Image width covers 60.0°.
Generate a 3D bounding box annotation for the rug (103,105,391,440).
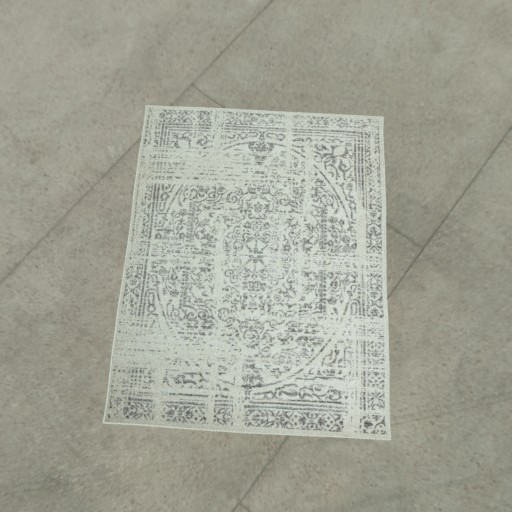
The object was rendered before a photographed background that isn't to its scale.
[{"bbox_3d":[0.000,0.000,3.897,2.311,0.032,2.921,3,75,1],"label":"rug"}]
